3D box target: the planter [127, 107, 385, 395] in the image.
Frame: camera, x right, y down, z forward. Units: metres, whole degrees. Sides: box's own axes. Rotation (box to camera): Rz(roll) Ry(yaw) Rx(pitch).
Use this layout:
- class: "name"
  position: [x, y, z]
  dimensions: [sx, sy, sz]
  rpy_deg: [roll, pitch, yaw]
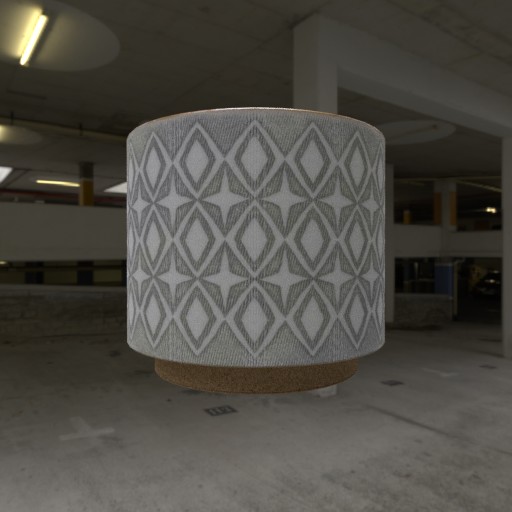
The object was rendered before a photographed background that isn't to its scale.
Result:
- class: "planter"
  position: [0.000, 0.000, 0.456]
  dimensions: [0.255, 0.223, 0.255]
  rpy_deg: [0, 0, 0]
